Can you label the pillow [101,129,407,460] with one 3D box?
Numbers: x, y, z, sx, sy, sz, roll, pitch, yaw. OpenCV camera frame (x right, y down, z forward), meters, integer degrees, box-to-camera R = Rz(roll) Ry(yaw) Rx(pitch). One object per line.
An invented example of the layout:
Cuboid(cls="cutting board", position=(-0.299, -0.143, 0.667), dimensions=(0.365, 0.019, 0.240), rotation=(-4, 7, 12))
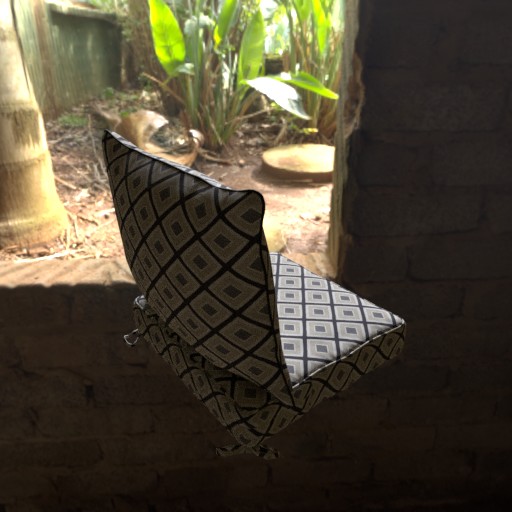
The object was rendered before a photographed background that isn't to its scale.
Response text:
Cuboid(cls="pillow", position=(0.000, 0.000, 1.365), dimensions=(0.733, 0.722, 0.798), rotation=(-19, 32, -33))
